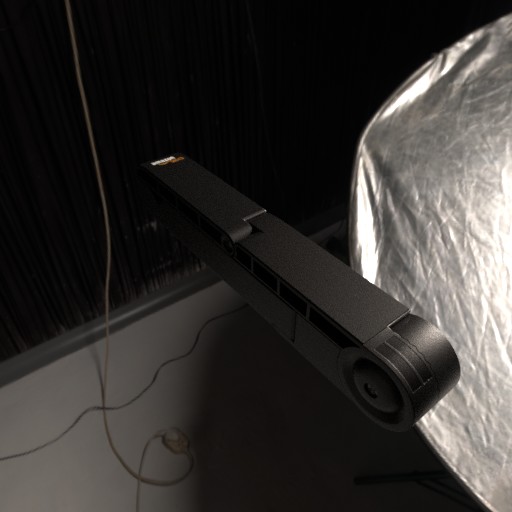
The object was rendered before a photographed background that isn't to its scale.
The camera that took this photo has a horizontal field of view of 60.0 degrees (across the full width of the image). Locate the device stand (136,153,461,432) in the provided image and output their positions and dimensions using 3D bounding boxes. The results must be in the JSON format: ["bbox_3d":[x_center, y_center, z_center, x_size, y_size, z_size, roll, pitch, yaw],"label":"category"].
[{"bbox_3d":[0.000,0.000,0.190,0.026,0.030,0.179,-27,46,-29],"label":"device stand"}]
